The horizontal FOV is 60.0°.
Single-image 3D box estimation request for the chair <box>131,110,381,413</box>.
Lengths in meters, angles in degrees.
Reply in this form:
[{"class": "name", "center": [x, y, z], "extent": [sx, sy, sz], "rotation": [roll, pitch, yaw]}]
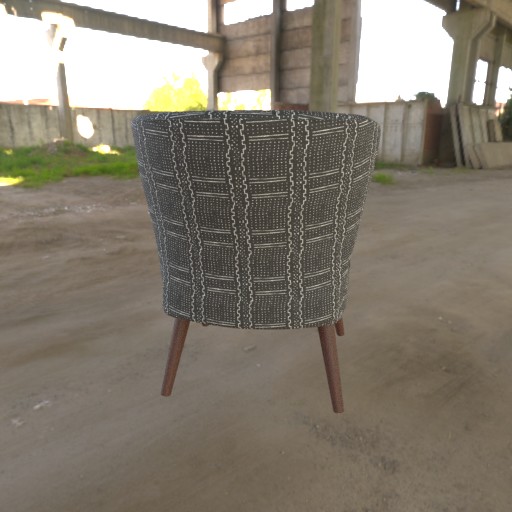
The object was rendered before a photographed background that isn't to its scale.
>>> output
[{"class": "chair", "center": [0.000, 0.000, 1.423], "extent": [0.710, 0.866, 0.758], "rotation": [3, 16, 9]}]
